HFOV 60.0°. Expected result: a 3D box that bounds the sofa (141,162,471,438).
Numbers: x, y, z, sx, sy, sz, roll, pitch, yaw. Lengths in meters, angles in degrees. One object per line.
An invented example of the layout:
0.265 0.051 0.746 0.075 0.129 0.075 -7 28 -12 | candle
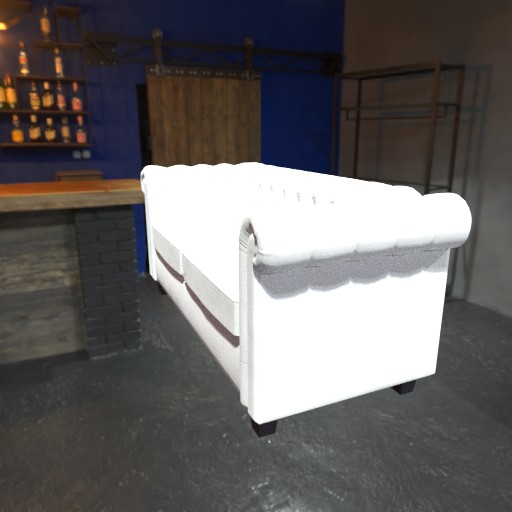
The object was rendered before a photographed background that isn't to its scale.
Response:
0.000 0.000 2.178 0.771 0.796 1.798 -7 17 -23 | sofa
